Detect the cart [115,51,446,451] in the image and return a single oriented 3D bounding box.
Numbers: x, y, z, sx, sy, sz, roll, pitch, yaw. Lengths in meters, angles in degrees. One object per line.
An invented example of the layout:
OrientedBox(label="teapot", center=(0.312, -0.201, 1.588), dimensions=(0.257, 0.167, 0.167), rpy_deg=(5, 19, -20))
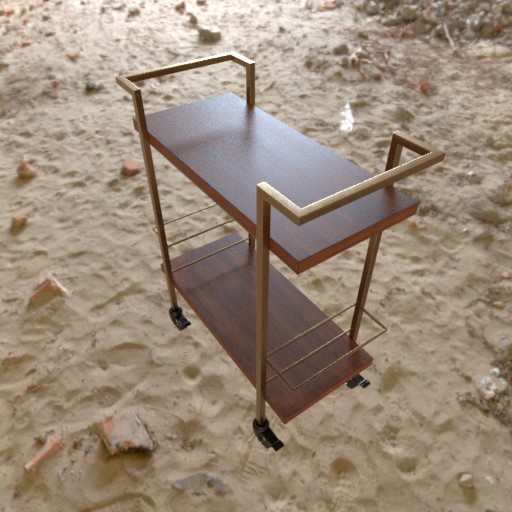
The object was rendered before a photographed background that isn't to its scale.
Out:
OrientedBox(label="cart", center=(0.000, 0.000, 1.178), dimensions=(0.364, 0.807, 0.695), rpy_deg=(-25, 47, -26))
